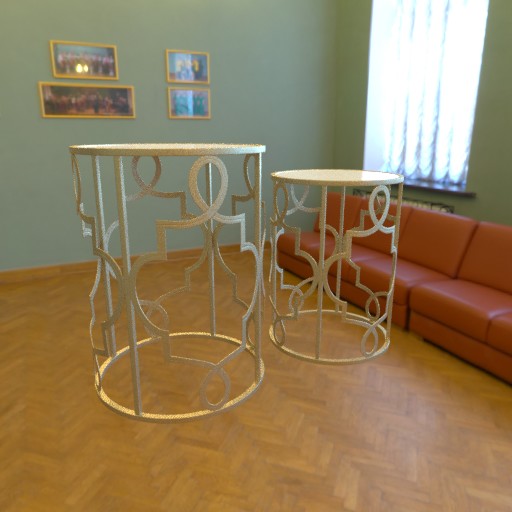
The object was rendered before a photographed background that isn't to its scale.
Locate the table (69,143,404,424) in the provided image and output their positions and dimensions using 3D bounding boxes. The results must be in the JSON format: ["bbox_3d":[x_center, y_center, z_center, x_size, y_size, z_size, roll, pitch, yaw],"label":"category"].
[{"bbox_3d":[0.000,0.000,1.156,0.846,0.564,0.420,-8,17,-26],"label":"table"}]
